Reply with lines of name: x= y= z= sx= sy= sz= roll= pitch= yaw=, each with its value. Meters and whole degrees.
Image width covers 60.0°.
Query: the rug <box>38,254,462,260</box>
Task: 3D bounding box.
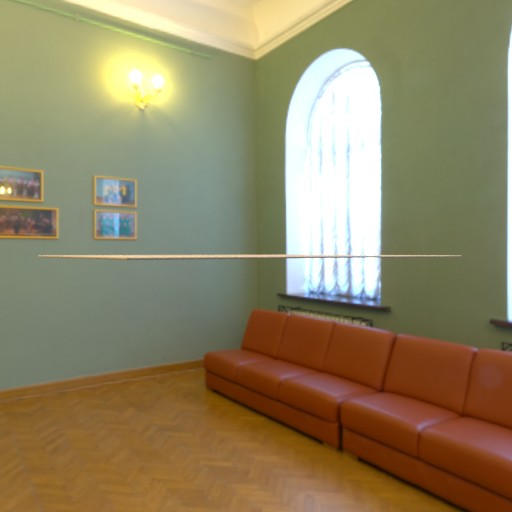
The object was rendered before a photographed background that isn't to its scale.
rug: x=0.000 y=0.000 z=2.304 sx=1.839 sy=0.009 sz=1.236 roll=0 pitch=0 yaw=-37
